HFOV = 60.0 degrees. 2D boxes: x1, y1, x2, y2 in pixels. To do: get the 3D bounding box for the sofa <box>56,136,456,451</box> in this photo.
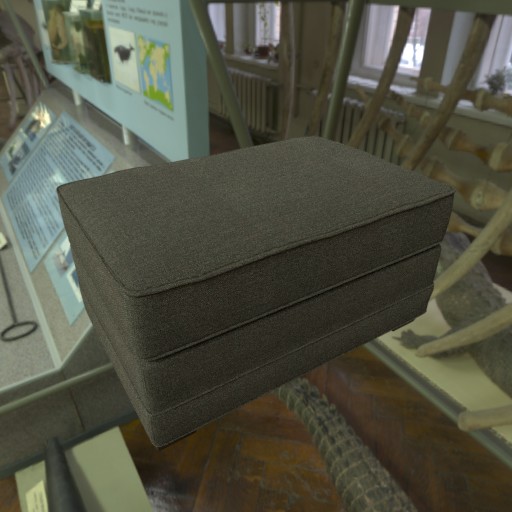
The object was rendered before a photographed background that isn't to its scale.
[{"bbox_3d":[0.000,0.000,1.203,0.854,0.457,0.578,-18,36,-28],"label":"sofa"}]
